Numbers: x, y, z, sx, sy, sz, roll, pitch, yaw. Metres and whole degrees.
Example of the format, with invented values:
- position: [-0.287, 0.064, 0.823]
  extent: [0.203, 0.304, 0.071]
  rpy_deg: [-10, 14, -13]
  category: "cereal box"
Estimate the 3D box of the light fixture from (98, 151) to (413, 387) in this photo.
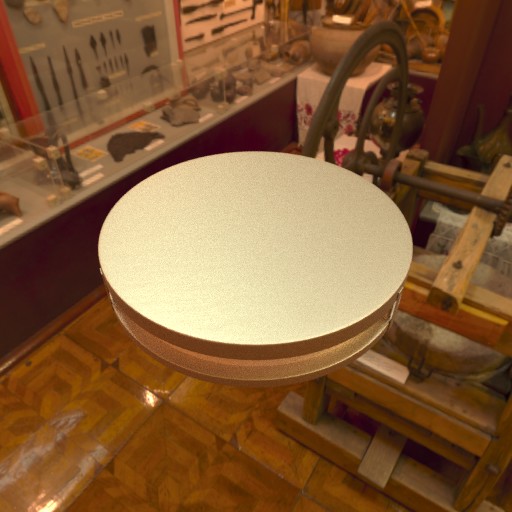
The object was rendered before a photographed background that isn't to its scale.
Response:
- position: [0.000, 0.000, 0.548]
  extent: [0.356, 0.102, 0.356]
  rpy_deg: [0, 41, 0]
  category: "light fixture"
